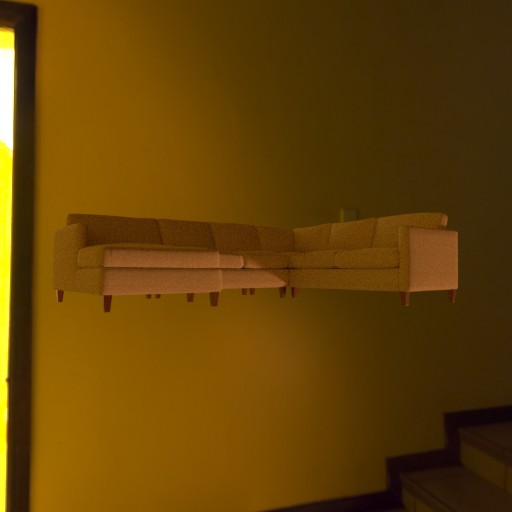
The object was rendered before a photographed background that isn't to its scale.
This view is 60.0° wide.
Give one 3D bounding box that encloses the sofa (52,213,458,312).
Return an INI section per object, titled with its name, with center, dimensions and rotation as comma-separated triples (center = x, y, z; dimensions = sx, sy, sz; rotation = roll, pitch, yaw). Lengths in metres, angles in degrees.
[sofa]
center = 0.000, 0.000, 4.651
dimensions = 3.460, 0.961, 2.594
rotation = 2, -3, -37
